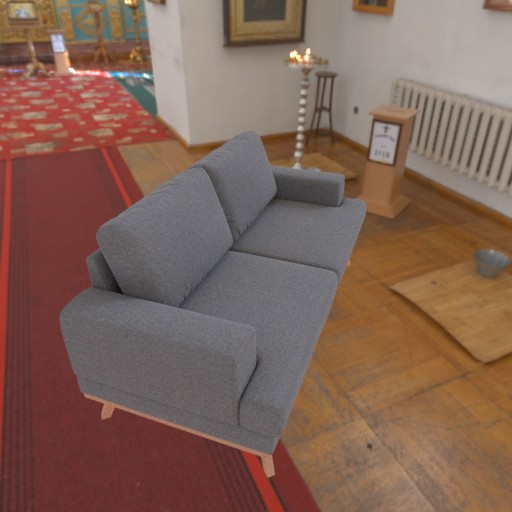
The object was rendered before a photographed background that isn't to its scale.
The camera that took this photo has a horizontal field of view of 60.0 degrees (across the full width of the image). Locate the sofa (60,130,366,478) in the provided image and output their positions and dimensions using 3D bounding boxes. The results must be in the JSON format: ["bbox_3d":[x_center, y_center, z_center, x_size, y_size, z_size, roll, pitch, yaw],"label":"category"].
[{"bbox_3d":[0.000,0.000,2.046,0.785,0.810,1.650,11,32,18],"label":"sofa"}]
